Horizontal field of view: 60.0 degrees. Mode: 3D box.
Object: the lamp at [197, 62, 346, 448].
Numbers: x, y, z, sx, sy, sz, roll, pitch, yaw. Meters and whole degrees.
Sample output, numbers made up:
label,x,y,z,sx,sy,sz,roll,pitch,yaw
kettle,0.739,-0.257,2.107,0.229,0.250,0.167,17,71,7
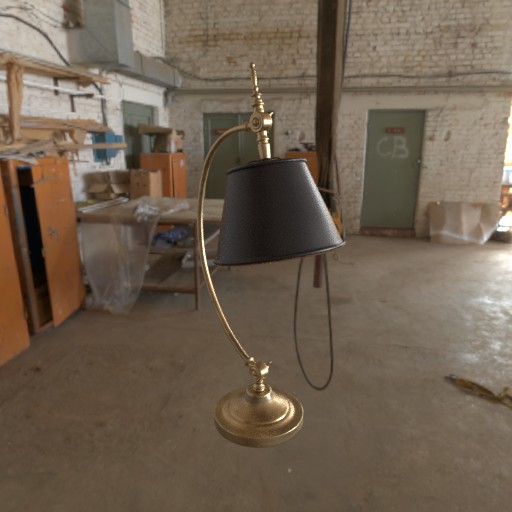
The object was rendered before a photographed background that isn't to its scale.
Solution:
label,x,y,z,sx,sy,sz,roll,pitch,yaw
lamp,0.000,0.000,0.829,0.235,0.675,0.344,-14,20,-42
